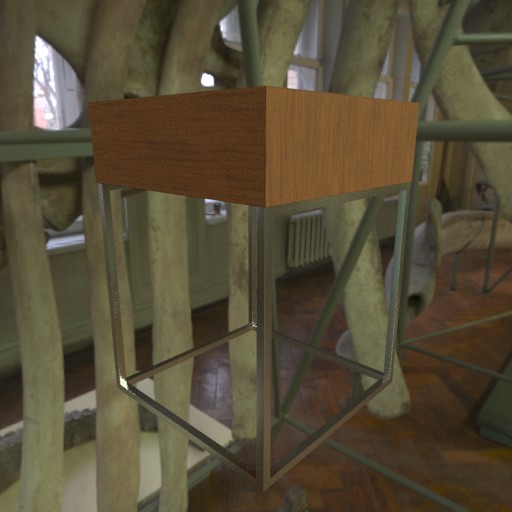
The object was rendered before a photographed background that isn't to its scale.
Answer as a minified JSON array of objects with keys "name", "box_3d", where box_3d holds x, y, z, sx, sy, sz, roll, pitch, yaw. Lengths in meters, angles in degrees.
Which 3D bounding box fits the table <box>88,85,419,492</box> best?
[{"name":"table","box_3d":[0.000,0.000,0.824,0.397,0.540,0.398,14,21,41]}]
